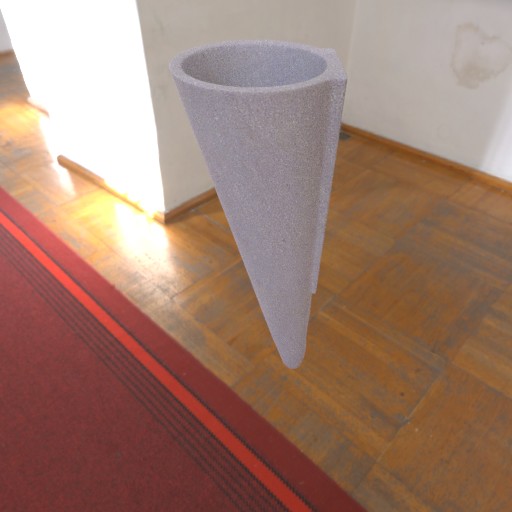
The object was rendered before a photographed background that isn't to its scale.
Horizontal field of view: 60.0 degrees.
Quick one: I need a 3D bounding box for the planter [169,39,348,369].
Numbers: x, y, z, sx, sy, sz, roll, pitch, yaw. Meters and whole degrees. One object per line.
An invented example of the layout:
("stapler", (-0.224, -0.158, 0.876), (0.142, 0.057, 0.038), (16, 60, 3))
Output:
("planter", (0.000, 0.000, 0.307), (0.087, 0.259, 0.078), (-1, 41, -1))
